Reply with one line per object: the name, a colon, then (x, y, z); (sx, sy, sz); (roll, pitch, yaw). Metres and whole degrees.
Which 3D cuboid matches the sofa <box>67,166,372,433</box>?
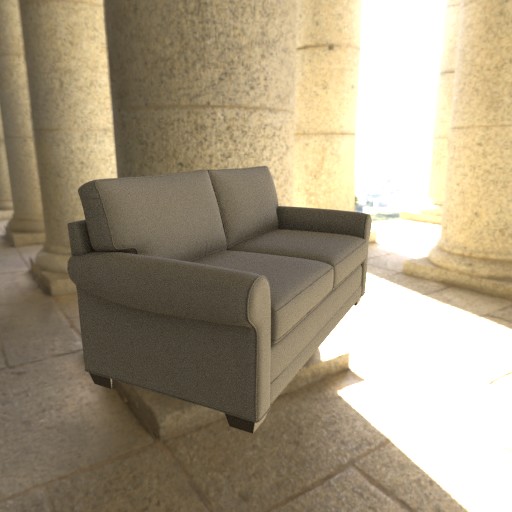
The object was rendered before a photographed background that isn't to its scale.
sofa: (0.000, 0.000, 2.505); (0.940, 0.952, 1.930); (7, 15, 26)
